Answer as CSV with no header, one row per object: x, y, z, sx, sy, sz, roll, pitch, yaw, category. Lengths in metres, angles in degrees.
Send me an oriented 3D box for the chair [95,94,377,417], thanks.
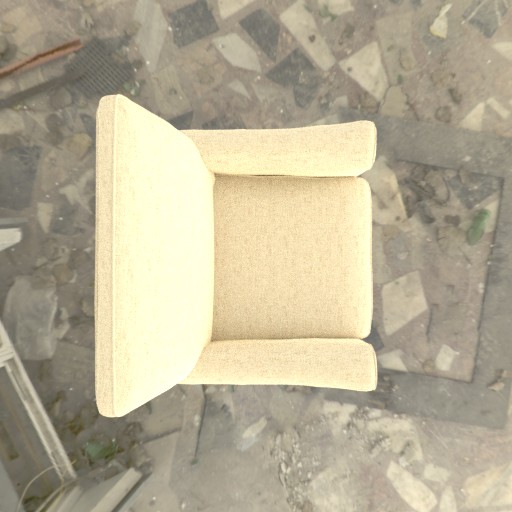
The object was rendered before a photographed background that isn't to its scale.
0.000,0.000,1.570,0.823,0.943,0.870,0,89,0,chair
